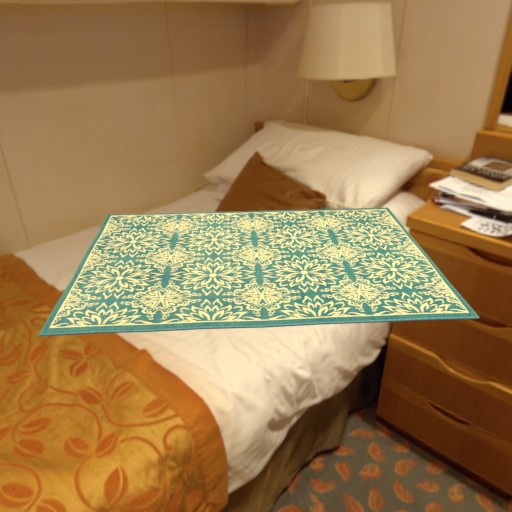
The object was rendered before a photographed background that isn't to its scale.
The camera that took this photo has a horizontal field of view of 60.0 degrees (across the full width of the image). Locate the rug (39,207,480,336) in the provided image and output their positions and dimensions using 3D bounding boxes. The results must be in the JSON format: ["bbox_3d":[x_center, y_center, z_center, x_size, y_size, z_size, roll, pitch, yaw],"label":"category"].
[{"bbox_3d":[0.000,0.000,3.571,2.769,0.018,1.830,-2,29,-3],"label":"rug"}]
